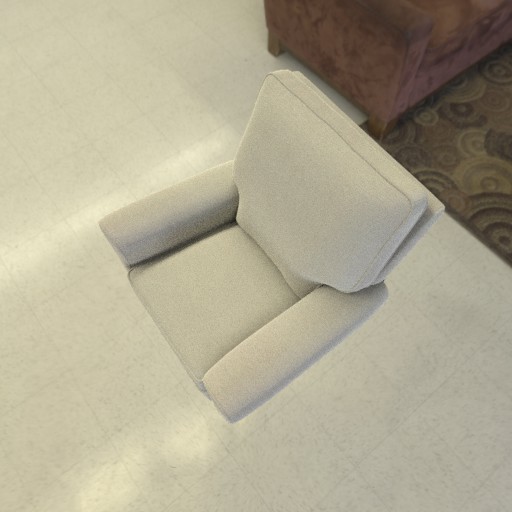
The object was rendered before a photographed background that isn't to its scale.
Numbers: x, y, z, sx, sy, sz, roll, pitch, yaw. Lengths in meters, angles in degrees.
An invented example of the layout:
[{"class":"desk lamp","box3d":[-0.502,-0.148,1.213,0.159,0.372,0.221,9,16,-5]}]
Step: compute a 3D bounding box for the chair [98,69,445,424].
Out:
[{"class":"chair","box3d":[0.000,0.000,1.657,0.878,0.960,0.890,-33,68,-15]}]
